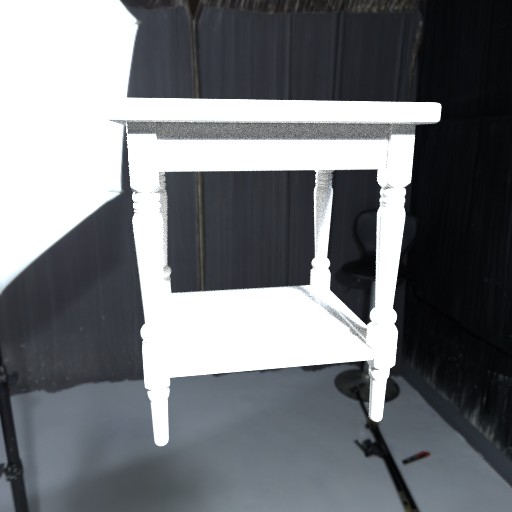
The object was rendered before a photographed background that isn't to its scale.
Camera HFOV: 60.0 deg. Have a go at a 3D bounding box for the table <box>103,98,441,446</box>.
[{"bbox_3d":[0.000,0.000,0.904,0.488,0.565,0.442,-3,15,-10],"label":"table"}]
